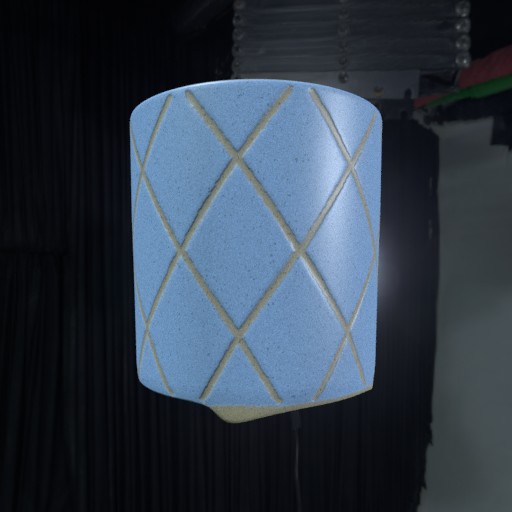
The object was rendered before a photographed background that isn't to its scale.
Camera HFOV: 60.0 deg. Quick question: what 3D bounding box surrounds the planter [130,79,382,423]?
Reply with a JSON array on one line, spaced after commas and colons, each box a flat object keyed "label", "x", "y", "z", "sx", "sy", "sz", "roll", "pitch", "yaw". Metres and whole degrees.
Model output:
[{"label": "planter", "x": 0.000, "y": 0.000, "z": 0.346, "sx": 0.191, "sy": 0.200, "sz": 0.191, "roll": 0, "pitch": -1, "yaw": 0}]
